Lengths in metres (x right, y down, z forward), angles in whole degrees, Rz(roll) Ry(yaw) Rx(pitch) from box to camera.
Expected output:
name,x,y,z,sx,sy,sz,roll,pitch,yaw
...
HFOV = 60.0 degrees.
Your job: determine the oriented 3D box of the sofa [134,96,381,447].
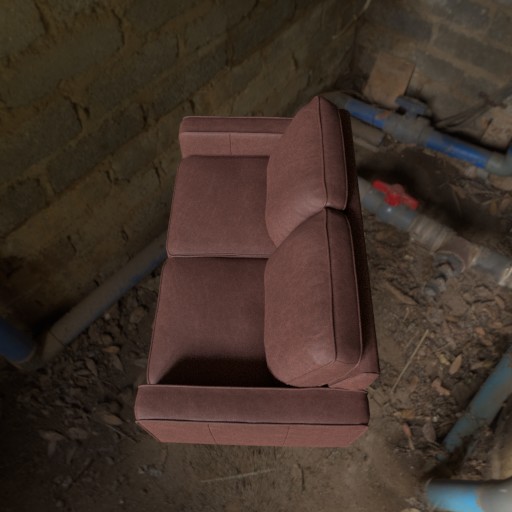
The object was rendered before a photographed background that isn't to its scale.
name,x,y,z,sx,sy,sz,roll,pitch,yaw
sofa,0.000,0.000,2.259,0.947,0.918,1.709,1,59,1
